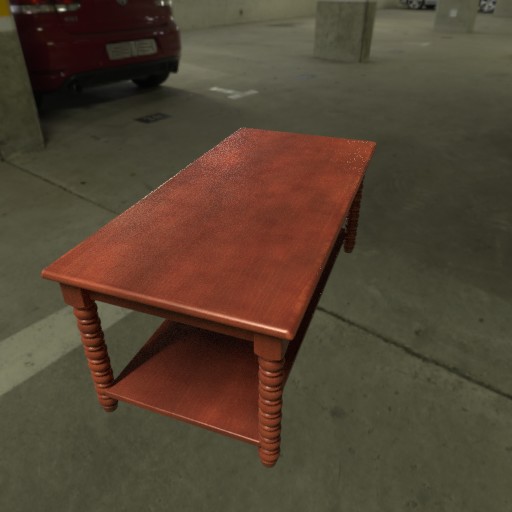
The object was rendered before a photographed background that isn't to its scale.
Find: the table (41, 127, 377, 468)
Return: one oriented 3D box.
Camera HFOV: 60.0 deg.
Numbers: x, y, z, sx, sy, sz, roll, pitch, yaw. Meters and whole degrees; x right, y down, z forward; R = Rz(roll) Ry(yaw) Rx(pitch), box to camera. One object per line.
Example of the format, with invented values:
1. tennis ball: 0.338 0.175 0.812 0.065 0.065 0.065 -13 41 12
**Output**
1. table: 0.000 0.000 1.472 0.580 0.485 1.171 11 34 17
